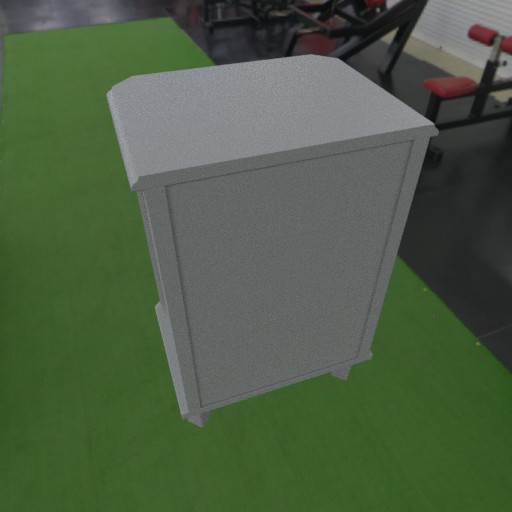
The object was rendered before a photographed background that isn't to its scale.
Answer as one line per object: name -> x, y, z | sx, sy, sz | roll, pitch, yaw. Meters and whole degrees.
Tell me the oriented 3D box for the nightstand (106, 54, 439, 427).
nightstand -> 0.000, 0.000, 0.938 | 0.450, 0.680, 0.350 | -13, 44, -14
